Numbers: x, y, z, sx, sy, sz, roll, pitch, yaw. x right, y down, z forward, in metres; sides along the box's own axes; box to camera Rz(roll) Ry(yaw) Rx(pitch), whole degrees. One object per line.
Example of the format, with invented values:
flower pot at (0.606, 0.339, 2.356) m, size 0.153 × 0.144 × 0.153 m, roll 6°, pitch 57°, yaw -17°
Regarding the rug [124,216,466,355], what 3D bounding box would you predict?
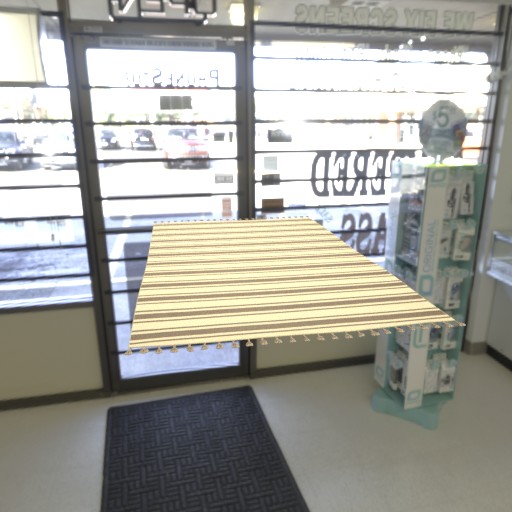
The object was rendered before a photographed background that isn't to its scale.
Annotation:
rug at (0.000, 0.000, 2.514) m, size 1.229 × 0.011 × 2.096 m, roll -3°, pitch 17°, yaw -9°
